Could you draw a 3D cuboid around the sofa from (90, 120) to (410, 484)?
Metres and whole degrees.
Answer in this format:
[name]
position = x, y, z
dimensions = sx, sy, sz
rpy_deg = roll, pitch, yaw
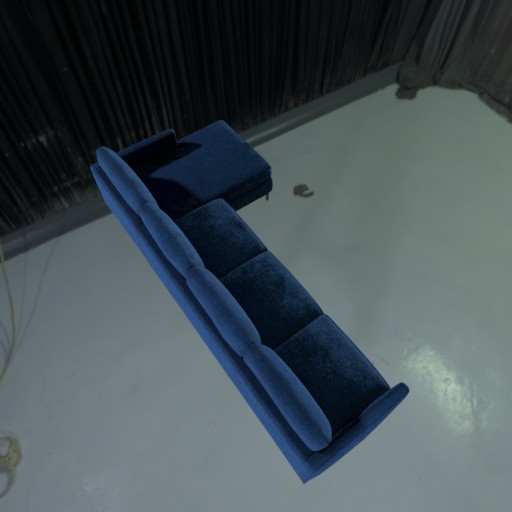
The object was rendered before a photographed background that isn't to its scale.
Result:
[sofa]
position = 0.000, 0.000, 3.430
dimensions = 1.350, 0.810, 2.932
rpy_deg = -31, 62, -19
